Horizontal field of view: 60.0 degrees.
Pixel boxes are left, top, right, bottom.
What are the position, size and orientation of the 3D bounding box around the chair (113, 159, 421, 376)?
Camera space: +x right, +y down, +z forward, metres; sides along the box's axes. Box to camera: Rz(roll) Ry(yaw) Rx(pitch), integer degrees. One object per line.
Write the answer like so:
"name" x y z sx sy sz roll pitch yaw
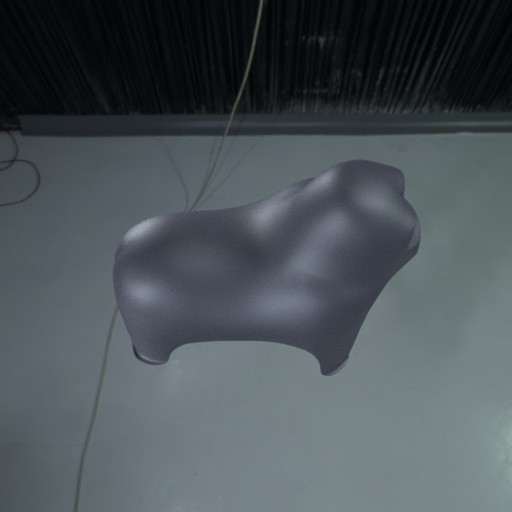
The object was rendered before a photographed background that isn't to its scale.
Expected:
"chair" 0.000 0.000 1.126 0.758 0.600 0.490 -2 63 -1
